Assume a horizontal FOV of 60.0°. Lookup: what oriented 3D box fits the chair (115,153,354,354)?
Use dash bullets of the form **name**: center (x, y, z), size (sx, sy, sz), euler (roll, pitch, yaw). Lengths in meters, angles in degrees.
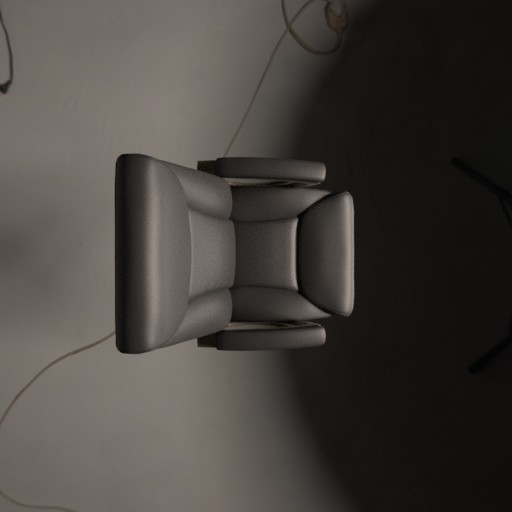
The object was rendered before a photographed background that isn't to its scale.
- **chair**: center (0.000, 0.000, 1.616), size (0.748, 1.188, 0.694), euler (0, 90, 0)
